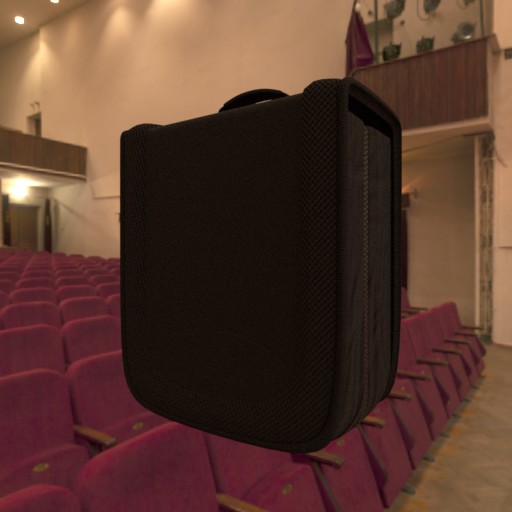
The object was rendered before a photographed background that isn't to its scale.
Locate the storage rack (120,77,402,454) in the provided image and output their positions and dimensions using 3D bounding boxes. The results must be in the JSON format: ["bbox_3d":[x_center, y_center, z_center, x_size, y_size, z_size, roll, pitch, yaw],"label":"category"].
[{"bbox_3d":[0.000,0.000,0.526,0.297,0.387,0.168,0,0,35],"label":"storage rack"}]
